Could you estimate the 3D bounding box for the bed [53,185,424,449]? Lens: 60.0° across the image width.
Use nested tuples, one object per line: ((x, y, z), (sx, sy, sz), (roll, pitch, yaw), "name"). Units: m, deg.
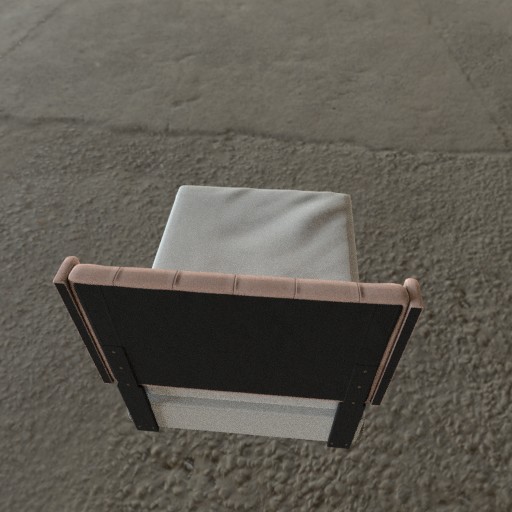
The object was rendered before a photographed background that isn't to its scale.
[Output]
((0.000, 0.000, 3.298), (1.719, 1.665, 2.066), (4, 46, 3), "bed")
